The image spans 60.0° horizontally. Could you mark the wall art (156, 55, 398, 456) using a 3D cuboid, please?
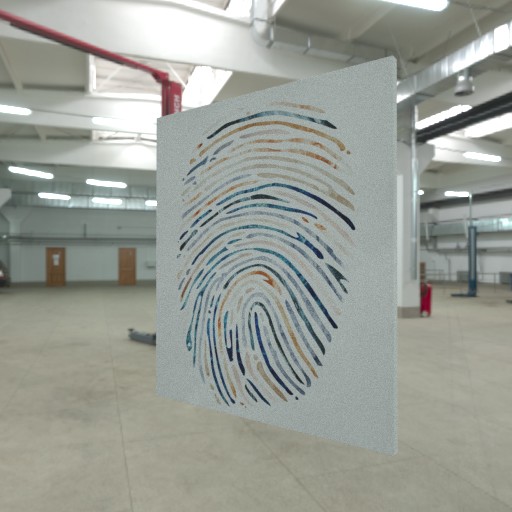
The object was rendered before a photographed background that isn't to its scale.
[{"bbox_3d":[0.000,0.000,0.968,0.609,0.710,0.021,0,-1,35],"label":"wall art"}]
